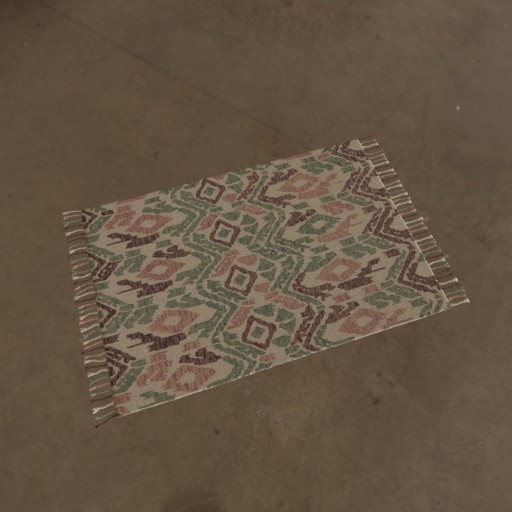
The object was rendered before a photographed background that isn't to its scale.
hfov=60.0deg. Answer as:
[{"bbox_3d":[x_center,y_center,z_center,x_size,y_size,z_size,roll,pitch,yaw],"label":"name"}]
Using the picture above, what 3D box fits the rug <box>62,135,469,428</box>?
[{"bbox_3d":[0.000,0.000,3.009,2.438,0.011,1.524,-16,64,-8],"label":"rug"}]
